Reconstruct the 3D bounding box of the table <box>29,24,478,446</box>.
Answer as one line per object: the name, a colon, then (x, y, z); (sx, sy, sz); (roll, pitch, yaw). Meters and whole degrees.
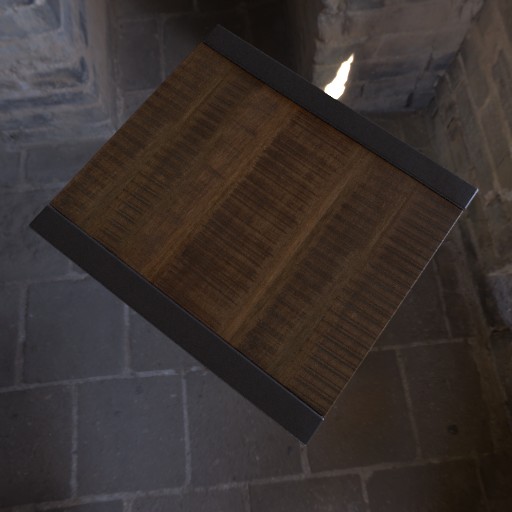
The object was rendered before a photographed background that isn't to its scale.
table: (0.000, 0.000, 0.920); (0.500, 0.550, 0.449); (36, 78, 9)
